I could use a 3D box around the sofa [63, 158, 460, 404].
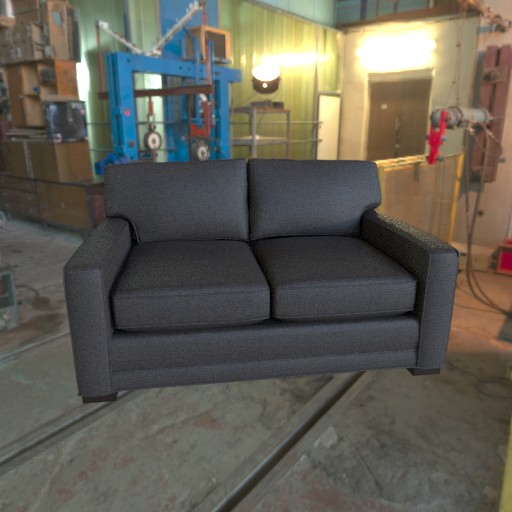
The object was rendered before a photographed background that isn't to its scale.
[{"bbox_3d":[0.000,0.000,2.152,1.534,0.887,0.974,-2,17,-8],"label":"sofa"}]
